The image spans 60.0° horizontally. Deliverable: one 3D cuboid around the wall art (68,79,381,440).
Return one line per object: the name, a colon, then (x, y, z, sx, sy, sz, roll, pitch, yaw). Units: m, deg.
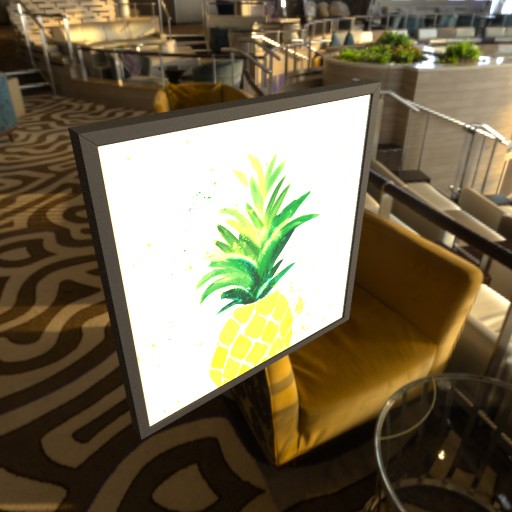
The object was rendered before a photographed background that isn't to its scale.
wall art: (0.000, 0.000, 0.749, 0.508, 0.507, 0.033, -22, 37, -32)
